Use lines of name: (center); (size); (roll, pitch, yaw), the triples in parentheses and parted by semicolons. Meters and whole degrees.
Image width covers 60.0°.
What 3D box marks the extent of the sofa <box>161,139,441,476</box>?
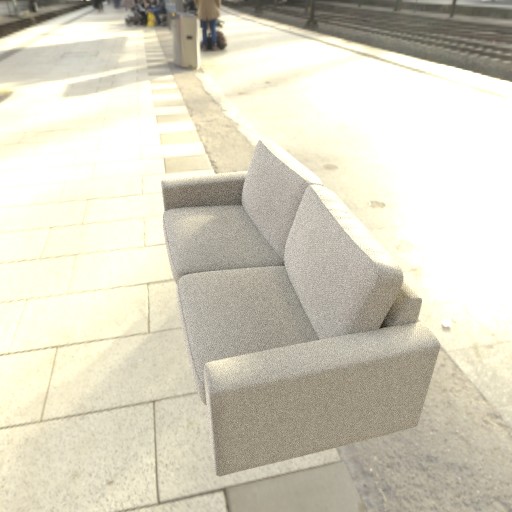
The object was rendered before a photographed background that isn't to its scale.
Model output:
sofa: (0.000, 0.000, 2.685); (1.016, 0.873, 2.179); (-8, 32, -13)
